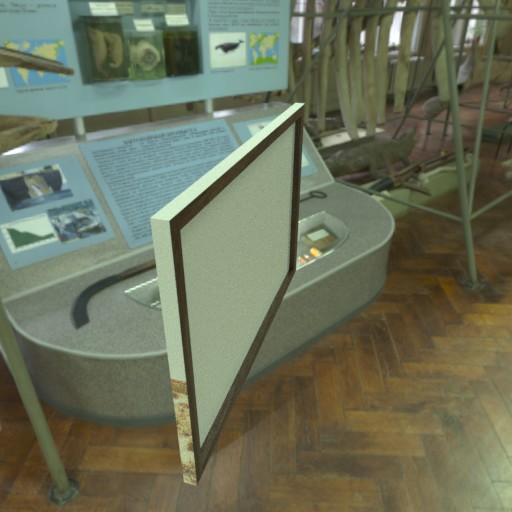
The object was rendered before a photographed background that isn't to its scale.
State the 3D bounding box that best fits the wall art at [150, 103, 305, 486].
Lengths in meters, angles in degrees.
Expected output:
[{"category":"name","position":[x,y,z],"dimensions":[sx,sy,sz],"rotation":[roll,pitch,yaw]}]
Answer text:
[{"category":"wall art","position":[0.000,0.000,1.931],"dimensions":[0.051,1.016,1.520],"rotation":[9,31,15]}]
